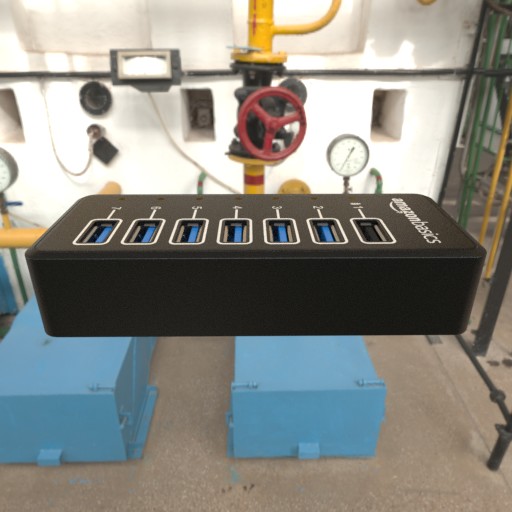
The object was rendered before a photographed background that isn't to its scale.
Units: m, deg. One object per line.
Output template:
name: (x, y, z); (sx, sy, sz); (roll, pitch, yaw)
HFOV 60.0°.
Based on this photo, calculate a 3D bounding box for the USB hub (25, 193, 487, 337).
USB hub: (0.000, 0.000, 0.126); (0.110, 0.023, 0.044); (0, 27, 0)
